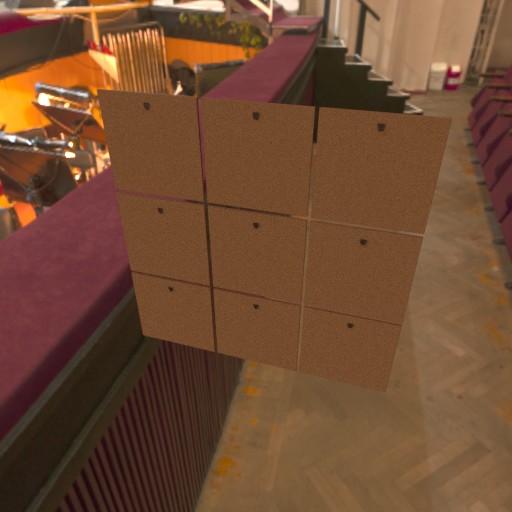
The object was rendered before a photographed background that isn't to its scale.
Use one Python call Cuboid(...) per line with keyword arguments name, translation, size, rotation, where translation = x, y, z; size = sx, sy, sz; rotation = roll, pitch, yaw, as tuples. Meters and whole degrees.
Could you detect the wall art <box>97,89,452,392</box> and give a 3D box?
Cuboid(name="wall art", translation=(0.000, 0.000, 2.267), size=(1.533, 1.532, 0.019), rotation=(10, 35, 15))
